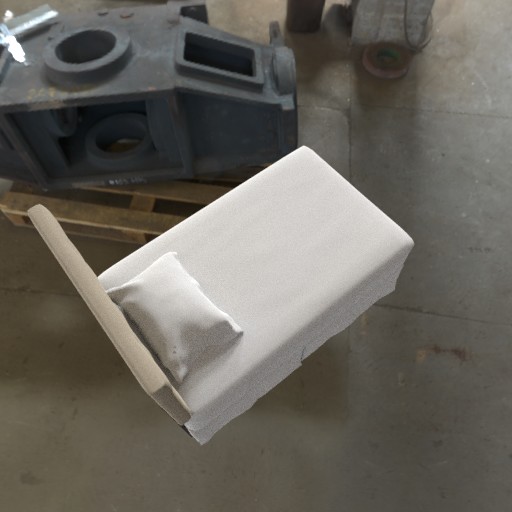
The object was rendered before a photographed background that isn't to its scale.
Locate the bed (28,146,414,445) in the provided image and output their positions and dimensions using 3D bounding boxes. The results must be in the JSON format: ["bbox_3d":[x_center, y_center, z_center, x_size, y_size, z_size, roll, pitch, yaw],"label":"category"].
[{"bbox_3d":[0.000,0.000,2.917,1.997,1.571,1.261,-35,67,-18],"label":"bed"}]
